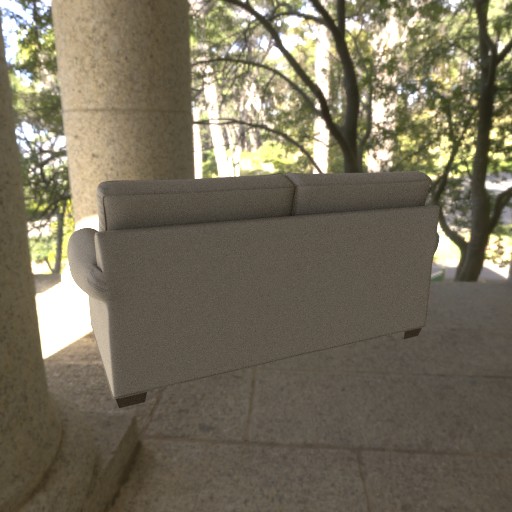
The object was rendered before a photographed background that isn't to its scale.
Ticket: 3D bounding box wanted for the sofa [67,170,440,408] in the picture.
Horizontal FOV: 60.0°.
[{"bbox_3d":[0.000,0.000,2.475,1.930,0.952,0.940,-7,16,-25],"label":"sofa"}]
